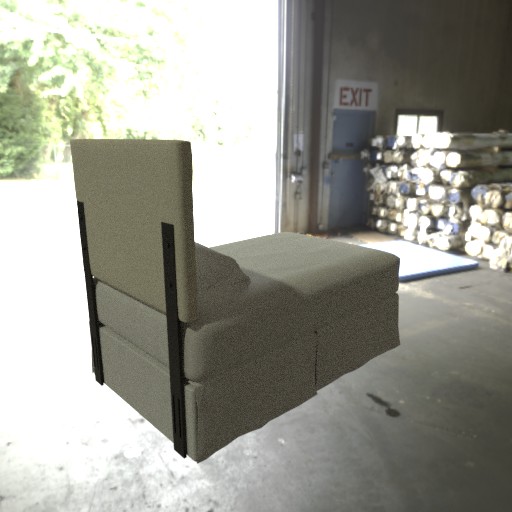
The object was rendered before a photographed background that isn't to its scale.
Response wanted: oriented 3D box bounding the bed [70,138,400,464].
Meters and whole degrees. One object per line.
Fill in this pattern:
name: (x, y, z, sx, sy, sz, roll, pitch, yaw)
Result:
bed: (0.000, 0.000, 3.064, 1.997, 1.571, 1.261, -14, 20, -42)
